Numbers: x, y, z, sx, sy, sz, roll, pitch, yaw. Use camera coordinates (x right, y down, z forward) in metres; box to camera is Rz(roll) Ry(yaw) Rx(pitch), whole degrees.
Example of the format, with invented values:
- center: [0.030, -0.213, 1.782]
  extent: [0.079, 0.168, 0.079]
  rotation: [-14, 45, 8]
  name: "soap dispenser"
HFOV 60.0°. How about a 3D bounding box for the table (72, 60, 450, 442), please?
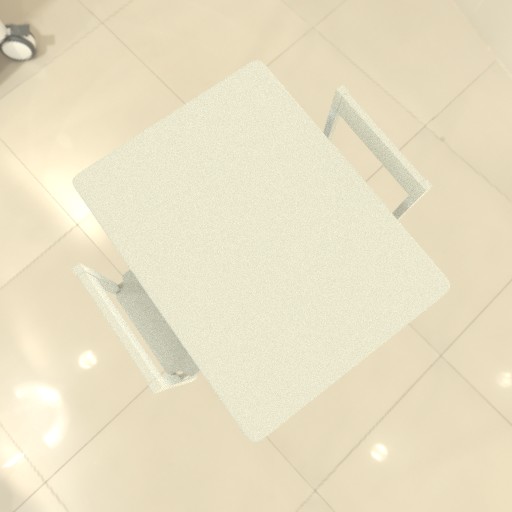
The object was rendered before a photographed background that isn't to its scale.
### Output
- center: [0.000, 0.000, 1.110]
  extent: [0.672, 0.503, 0.650]
  rotation: [-36, 79, -8]
  name: "table"
